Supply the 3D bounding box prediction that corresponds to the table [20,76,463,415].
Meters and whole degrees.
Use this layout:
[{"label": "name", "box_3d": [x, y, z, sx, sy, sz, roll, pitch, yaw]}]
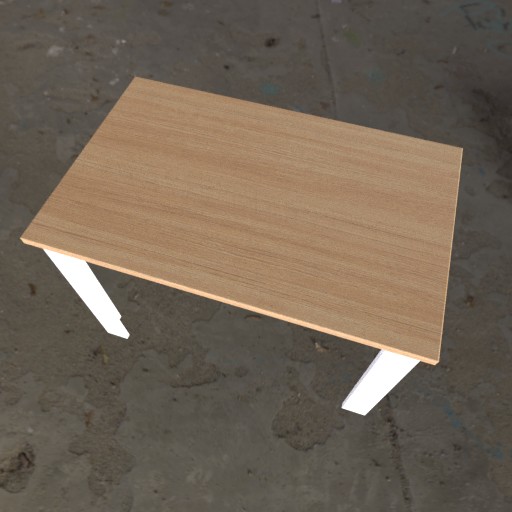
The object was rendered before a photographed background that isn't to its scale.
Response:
[{"label": "table", "box_3d": [0.000, 0.000, 1.581, 1.100, 0.734, 0.700, 15, 60, 9]}]
